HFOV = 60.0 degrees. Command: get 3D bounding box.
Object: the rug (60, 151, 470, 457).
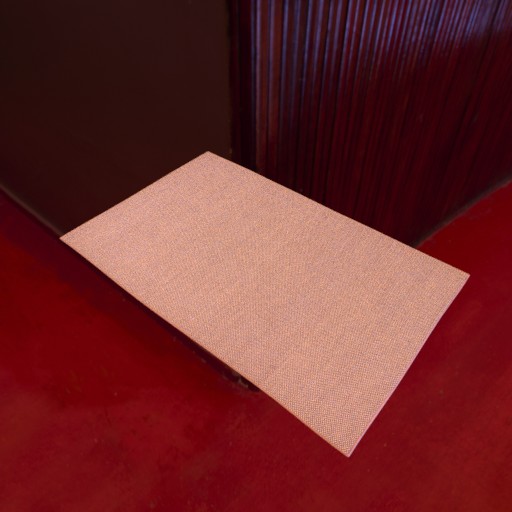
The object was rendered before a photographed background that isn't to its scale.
[{"bbox_3d":[0.000,0.000,2.127,1.678,0.013,1.078,30,52,27],"label":"rug"}]
